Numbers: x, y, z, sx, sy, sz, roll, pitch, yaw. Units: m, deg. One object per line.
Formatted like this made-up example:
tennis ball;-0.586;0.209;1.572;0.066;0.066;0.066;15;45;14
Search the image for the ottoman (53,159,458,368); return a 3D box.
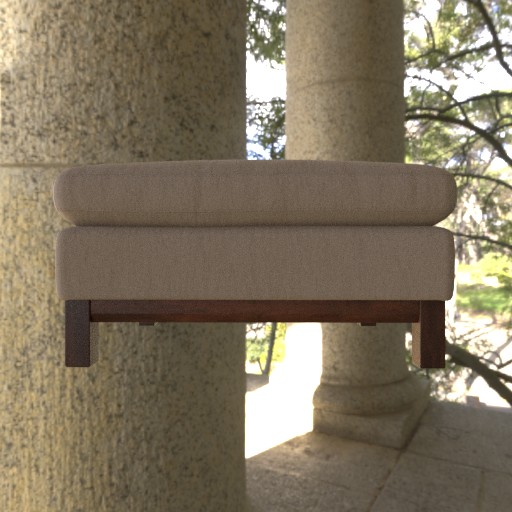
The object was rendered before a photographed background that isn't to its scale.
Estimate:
ottoman;0.000;0.000;1.102;0.771;0.420;0.606;0;0;1
